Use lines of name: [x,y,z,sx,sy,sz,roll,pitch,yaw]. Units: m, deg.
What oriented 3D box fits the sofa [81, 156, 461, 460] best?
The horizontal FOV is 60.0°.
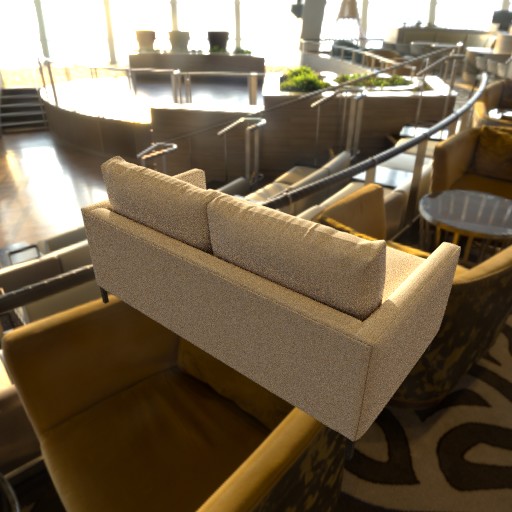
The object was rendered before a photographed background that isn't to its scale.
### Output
sofa: [0.000,0.000,2.144,1.651,0.812,0.839,22,36,34]
